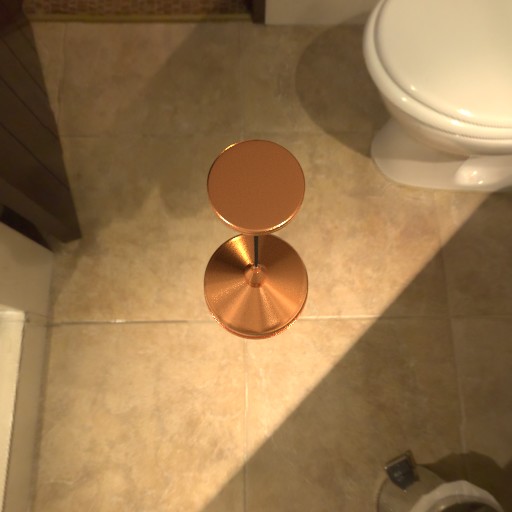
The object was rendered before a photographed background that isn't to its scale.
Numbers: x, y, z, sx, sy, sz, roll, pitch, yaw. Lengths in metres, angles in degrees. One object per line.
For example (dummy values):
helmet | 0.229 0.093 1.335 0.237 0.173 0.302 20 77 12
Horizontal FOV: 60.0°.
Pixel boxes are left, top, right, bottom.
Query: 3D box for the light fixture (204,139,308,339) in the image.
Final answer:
light fixture | 0.000 0.000 0.917 0.301 0.754 0.301 -37 79 -8
